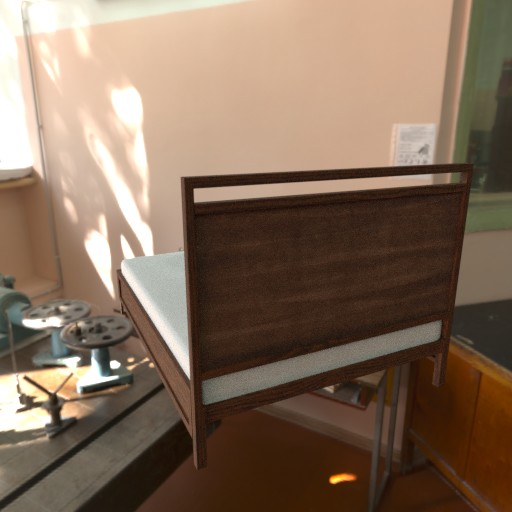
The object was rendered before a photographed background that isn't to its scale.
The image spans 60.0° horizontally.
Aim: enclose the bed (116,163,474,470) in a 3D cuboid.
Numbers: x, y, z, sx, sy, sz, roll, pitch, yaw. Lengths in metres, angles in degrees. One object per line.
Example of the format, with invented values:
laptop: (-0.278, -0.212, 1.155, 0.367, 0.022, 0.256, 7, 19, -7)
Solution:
bed: (0.000, 0.000, 3.394, 1.765, 1.487, 2.218, -8, 18, -25)
